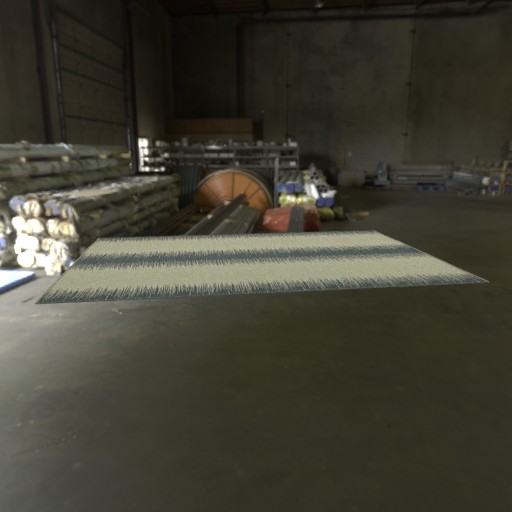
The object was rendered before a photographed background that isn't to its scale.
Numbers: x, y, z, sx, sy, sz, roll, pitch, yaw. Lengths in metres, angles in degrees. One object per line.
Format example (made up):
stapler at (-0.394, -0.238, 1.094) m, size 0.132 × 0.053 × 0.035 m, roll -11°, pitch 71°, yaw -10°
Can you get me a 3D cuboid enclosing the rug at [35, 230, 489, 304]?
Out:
rug at (0.000, 0.000, 2.361) m, size 1.854 × 0.006 × 1.234 m, roll -2°, pitch 14°, yaw -8°
